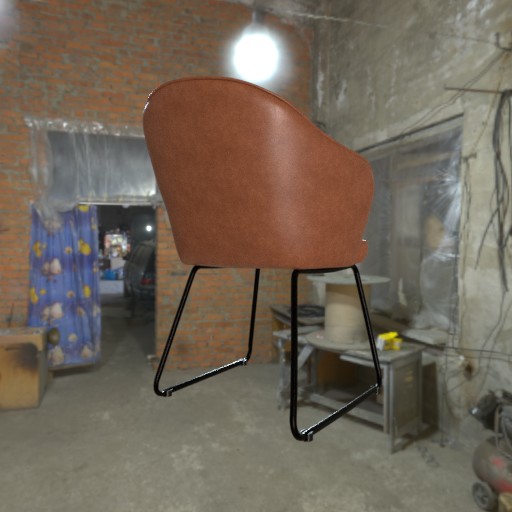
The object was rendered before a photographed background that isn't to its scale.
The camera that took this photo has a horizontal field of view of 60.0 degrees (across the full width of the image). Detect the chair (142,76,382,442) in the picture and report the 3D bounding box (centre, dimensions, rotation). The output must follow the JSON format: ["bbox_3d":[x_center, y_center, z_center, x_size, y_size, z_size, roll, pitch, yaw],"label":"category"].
[{"bbox_3d":[0.000,0.000,1.205,0.582,0.785,0.580,1,2,36],"label":"chair"}]
